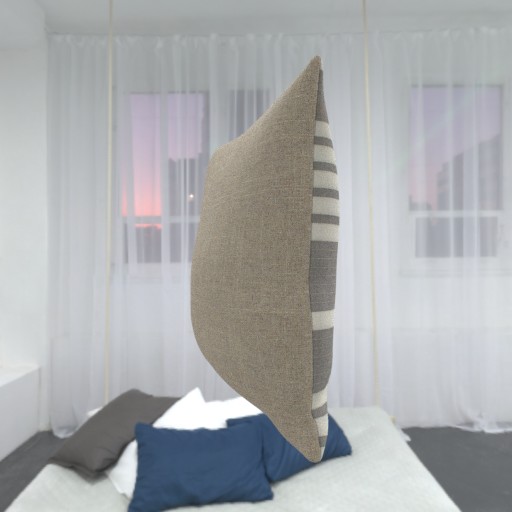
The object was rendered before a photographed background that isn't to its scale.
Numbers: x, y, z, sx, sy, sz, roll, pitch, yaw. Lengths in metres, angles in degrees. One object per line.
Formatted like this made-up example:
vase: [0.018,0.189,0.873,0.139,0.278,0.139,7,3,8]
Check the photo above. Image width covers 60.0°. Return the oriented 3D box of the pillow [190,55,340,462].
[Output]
pillow: [0.000,0.000,0.677,0.182,0.440,0.439,0,0,-20]
